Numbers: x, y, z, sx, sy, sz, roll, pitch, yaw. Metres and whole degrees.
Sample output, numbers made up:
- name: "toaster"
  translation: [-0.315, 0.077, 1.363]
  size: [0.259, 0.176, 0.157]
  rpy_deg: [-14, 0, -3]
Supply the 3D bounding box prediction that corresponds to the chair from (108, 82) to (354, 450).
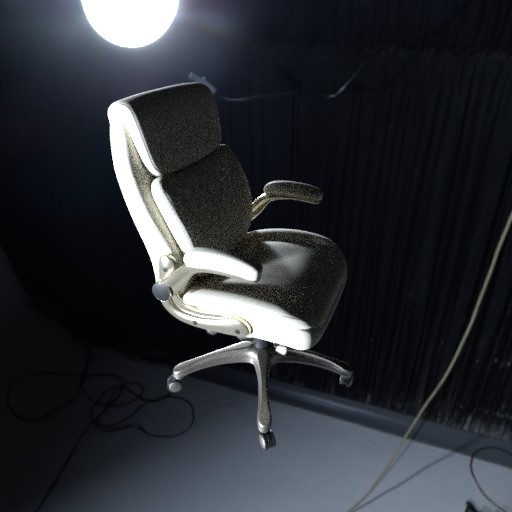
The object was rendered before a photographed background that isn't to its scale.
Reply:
- name: "chair"
  translation: [0.000, 0.000, 1.609]
  size: [0.794, 1.110, 0.740]
  rpy_deg: [9, 30, 17]
